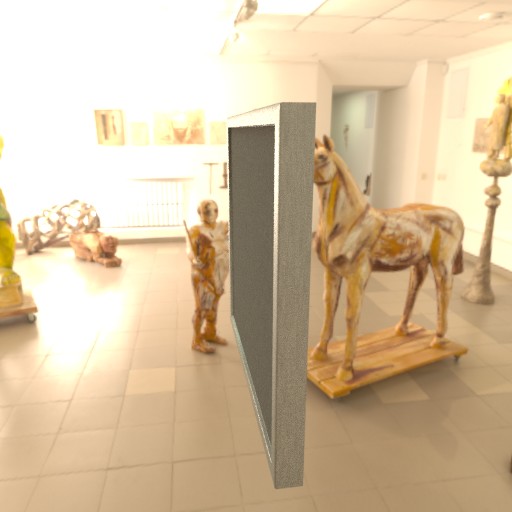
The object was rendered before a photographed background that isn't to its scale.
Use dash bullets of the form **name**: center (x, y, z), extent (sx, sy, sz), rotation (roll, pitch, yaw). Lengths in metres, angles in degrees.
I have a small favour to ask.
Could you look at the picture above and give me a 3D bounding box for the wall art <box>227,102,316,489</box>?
- **wall art**: center (0.000, 0.000, 0.537), extent (0.028, 0.330, 0.380), rotation (-3, 16, -9)
